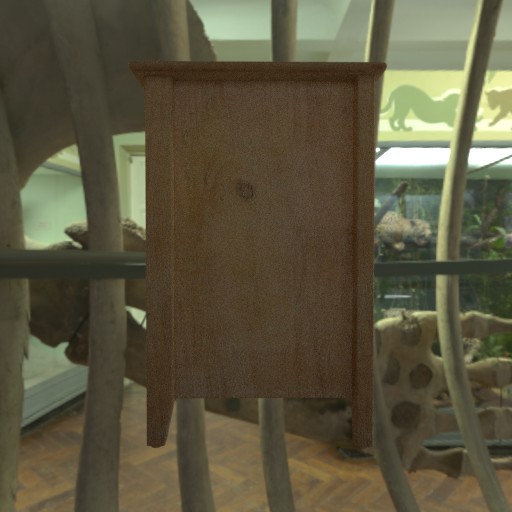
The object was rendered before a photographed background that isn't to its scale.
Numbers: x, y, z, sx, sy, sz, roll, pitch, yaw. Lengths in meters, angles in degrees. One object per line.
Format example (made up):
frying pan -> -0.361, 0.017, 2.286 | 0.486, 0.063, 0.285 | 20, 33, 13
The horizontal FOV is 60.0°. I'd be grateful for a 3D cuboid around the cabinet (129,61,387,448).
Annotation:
cabinet -> 0.000, 0.000, 1.237 | 0.503, 0.762, 0.763 | 0, 1, -1
